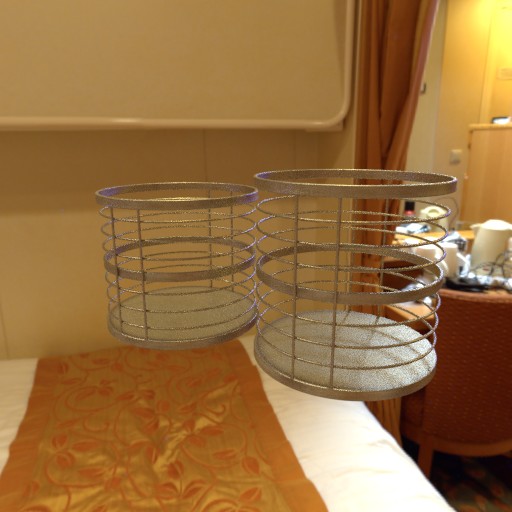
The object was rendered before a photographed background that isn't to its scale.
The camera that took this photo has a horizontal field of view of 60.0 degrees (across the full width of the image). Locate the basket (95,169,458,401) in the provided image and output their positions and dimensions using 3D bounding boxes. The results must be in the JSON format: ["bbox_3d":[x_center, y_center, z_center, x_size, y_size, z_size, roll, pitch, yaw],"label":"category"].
[{"bbox_3d":[0.000,0.000,0.938,0.746,0.351,0.356,8,17,27],"label":"basket"}]
